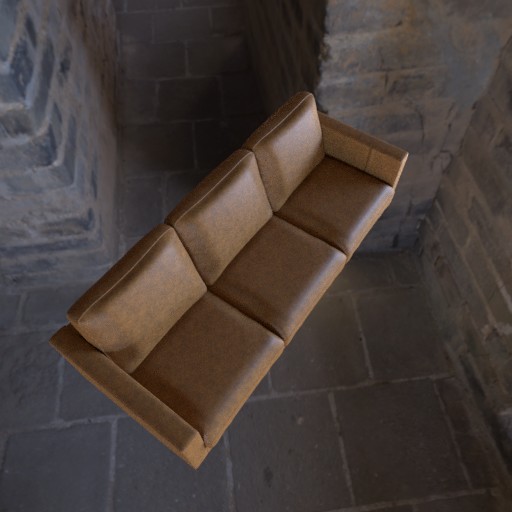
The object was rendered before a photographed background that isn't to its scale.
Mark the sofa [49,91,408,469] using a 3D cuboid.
[{"bbox_3d":[0.000,0.000,2.695,0.903,0.930,2.231,31,62,19],"label":"sofa"}]
